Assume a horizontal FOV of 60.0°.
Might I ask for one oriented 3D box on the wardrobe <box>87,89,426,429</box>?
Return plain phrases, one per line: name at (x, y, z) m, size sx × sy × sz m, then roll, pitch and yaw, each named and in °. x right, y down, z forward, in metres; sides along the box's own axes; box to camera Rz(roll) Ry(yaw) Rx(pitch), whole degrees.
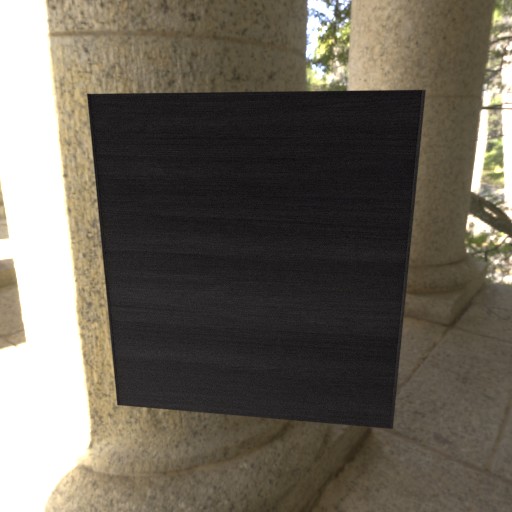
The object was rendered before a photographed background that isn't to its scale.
wardrobe at (0.000, 0.000, 2.868) m, size 1.780 × 1.960 × 0.629 m, roll 2°, pitch 16°, yaw 8°
